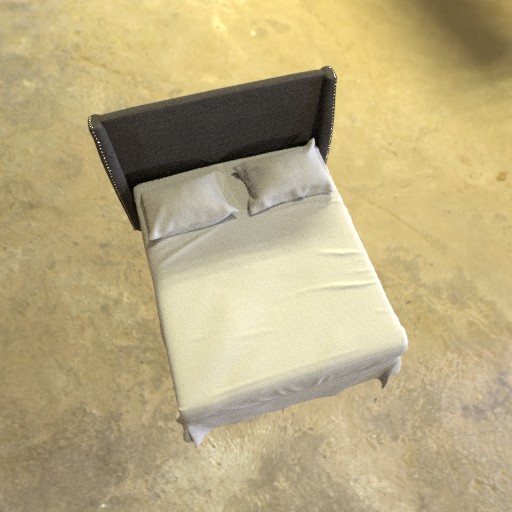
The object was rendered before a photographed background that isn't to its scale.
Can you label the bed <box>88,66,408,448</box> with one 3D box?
[{"bbox_3d":[0.000,0.000,3.422,1.925,1.332,2.276,-15,64,-8],"label":"bed"}]
